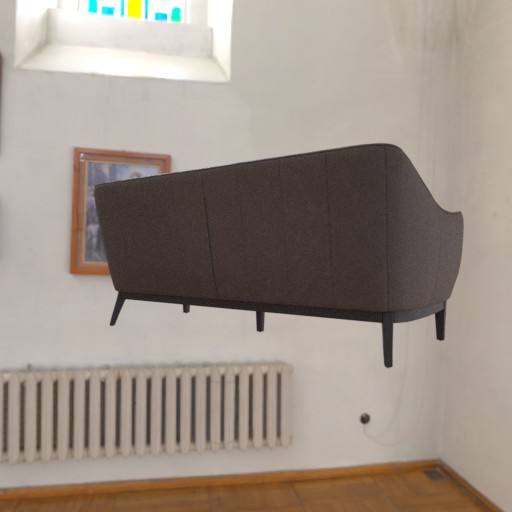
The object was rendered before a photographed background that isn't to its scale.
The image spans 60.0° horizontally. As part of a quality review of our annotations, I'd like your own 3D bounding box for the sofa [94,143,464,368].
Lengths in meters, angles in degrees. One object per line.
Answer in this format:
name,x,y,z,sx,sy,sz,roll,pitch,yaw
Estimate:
sofa,0.000,0.000,2.383,1.928,0.831,0.869,0,0,35
